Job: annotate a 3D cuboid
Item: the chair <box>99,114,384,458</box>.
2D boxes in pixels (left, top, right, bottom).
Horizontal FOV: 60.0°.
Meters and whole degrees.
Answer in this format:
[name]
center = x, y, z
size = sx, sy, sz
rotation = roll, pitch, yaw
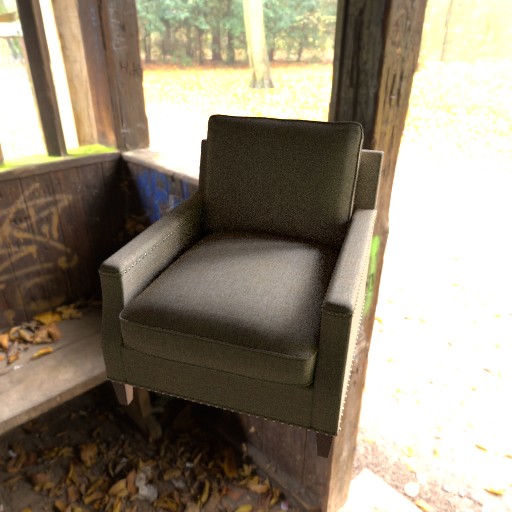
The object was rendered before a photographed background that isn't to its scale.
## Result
[chair]
center = 0.000, 0.000, 1.755
size = 0.853, 0.943, 1.014
rotation = 8, 28, 16
